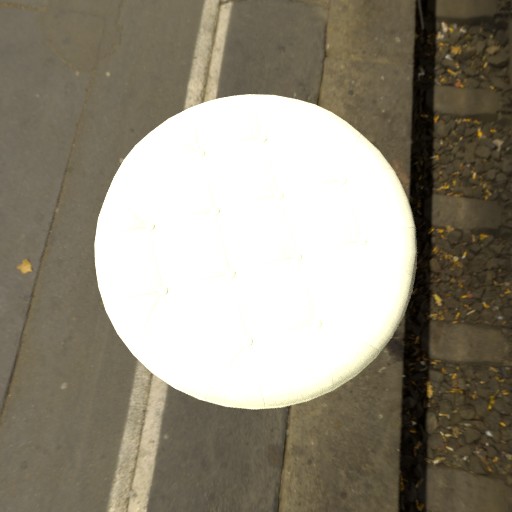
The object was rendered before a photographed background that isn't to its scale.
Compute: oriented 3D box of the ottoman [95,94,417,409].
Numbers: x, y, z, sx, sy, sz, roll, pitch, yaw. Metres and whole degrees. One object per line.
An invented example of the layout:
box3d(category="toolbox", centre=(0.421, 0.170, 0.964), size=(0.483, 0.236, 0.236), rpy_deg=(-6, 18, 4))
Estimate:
box3d(category="ottoman", centre=(0.000, 0.000, 1.333), size=(0.850, 0.483, 0.850), rpy_deg=(0, 75, 0))
